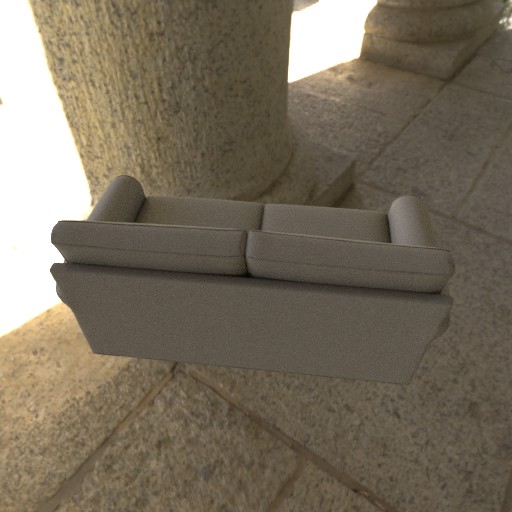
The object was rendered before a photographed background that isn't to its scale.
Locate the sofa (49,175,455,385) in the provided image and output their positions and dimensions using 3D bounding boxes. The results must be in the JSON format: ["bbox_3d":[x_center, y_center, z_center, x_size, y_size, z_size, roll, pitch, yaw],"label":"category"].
[{"bbox_3d":[0.000,0.000,2.416,1.930,0.952,0.940,5,46,4],"label":"sofa"}]
